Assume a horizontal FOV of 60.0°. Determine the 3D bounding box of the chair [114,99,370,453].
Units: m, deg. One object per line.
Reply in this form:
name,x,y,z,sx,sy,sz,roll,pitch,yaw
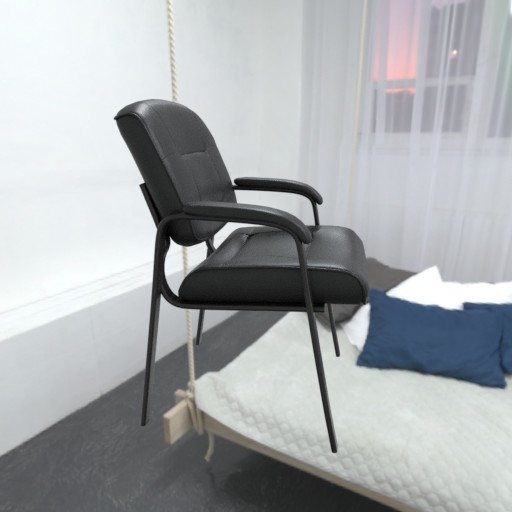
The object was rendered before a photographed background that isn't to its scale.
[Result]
chair,0.000,0.000,1.356,0.668,0.910,0.591,3,17,11
